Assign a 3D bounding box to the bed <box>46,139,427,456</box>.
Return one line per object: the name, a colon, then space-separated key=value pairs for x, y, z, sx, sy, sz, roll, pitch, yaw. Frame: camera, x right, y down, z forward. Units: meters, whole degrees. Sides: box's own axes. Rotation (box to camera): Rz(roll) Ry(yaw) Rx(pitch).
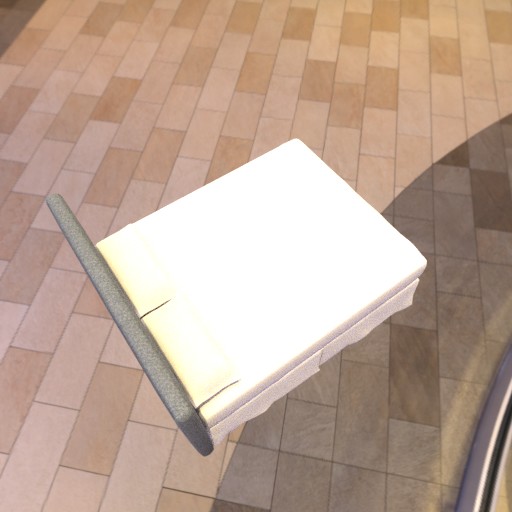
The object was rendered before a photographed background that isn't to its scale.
bed: x=0.000 y=0.000 z=3.281 sx=2.142 sy=1.330 sz=1.723 roll=-31 pitch=64 yaw=-18
